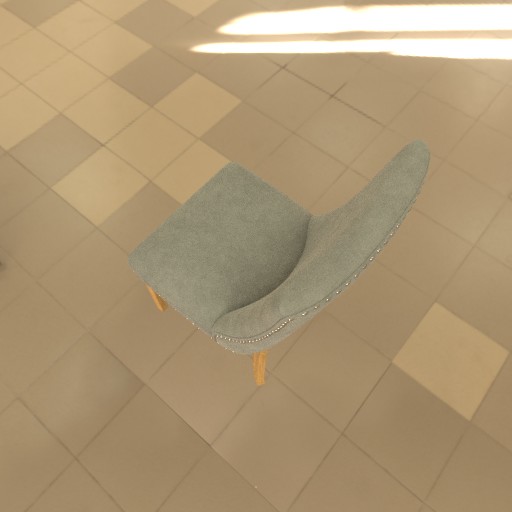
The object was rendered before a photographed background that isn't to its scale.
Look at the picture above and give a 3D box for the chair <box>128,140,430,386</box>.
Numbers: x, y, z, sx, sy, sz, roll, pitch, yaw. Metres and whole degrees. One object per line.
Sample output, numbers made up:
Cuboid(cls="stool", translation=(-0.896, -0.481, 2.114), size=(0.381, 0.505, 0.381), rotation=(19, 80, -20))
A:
Cuboid(cls="chair", translation=(0.000, 0.000, 1.259), size=(0.610, 0.902, 0.495), rotation=(36, 68, 17))
